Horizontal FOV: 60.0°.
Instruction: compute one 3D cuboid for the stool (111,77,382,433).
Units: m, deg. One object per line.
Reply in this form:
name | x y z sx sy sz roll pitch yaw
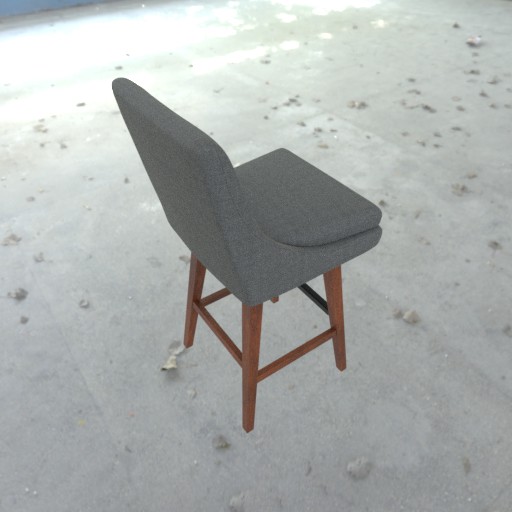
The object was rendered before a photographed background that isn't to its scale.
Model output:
stool | 0.000 0.000 1.249 0.524 0.977 0.447 -24 46 -26
